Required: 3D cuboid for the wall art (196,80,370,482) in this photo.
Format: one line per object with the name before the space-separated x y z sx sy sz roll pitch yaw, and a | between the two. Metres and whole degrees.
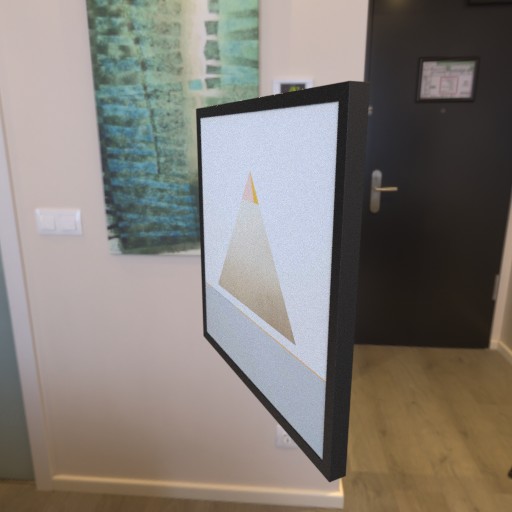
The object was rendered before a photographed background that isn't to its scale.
wall art | 0.000 0.000 1.147 0.042 0.766 0.769 -7 16 -25
